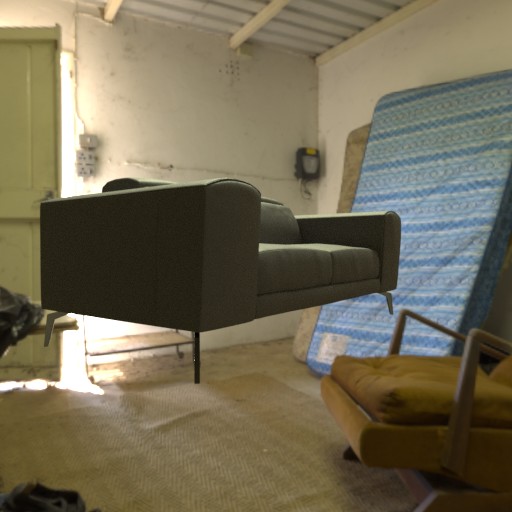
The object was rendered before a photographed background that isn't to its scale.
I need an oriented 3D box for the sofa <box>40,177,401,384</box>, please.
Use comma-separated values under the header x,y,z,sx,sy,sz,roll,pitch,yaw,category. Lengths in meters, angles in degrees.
x,y,z,sx,sy,sz,roll,pitch,yaw,category
0.000,0.000,2.397,1.003,0.779,1.895,1,1,36,sofa
